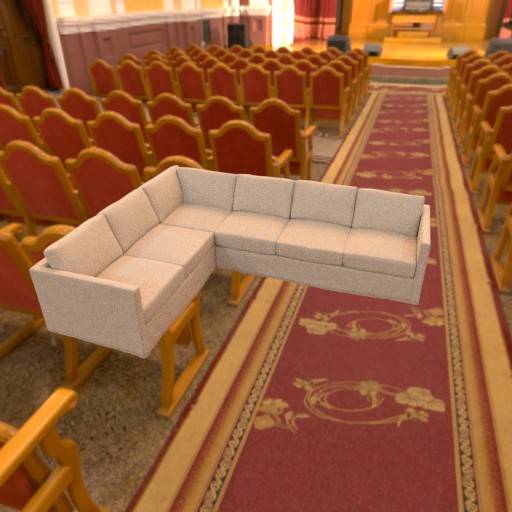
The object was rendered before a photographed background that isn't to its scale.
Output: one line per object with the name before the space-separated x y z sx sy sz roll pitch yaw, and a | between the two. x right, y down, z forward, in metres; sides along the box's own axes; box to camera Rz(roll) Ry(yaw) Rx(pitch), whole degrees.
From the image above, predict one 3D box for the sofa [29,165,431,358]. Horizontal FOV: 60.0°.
sofa | 0.000 0.000 4.350 3.182 0.871 2.432 10 32 16
